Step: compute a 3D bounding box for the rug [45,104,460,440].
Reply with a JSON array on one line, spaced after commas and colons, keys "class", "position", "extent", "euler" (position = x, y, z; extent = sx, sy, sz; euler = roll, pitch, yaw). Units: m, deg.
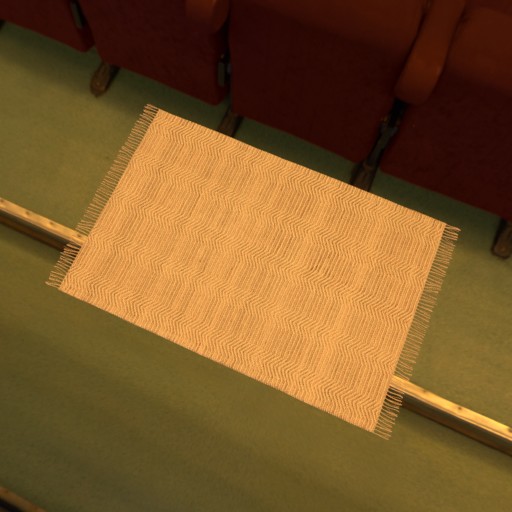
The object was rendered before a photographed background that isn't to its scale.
[{"class": "rug", "position": [0.000, 0.000, 2.476], "extent": [2.021, 0.027, 1.224], "euler": [23, 77, 6]}]
